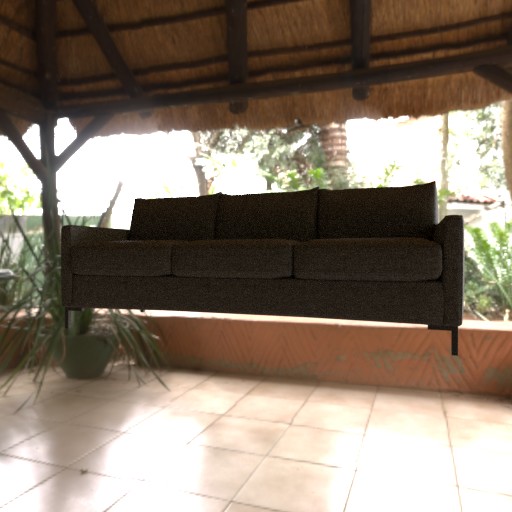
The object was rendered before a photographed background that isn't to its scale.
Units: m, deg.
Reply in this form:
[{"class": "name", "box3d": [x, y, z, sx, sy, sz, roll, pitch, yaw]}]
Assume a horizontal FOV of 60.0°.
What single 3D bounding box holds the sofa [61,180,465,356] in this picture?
[{"class": "sofa", "box3d": [0.000, 0.000, 2.699, 2.253, 0.879, 0.876, 0, 0, 19]}]
